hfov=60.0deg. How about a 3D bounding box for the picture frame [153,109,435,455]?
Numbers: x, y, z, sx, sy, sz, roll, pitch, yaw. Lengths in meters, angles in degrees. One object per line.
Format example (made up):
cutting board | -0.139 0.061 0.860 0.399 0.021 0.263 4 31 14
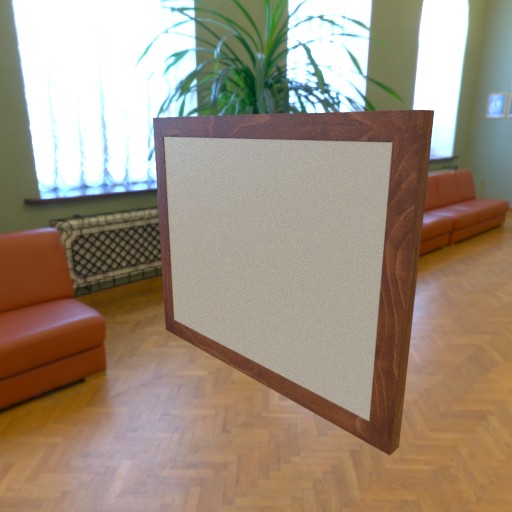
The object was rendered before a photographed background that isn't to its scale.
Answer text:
picture frame | 0.000 0.000 0.753 0.025 0.457 0.559 -15 22 -42
